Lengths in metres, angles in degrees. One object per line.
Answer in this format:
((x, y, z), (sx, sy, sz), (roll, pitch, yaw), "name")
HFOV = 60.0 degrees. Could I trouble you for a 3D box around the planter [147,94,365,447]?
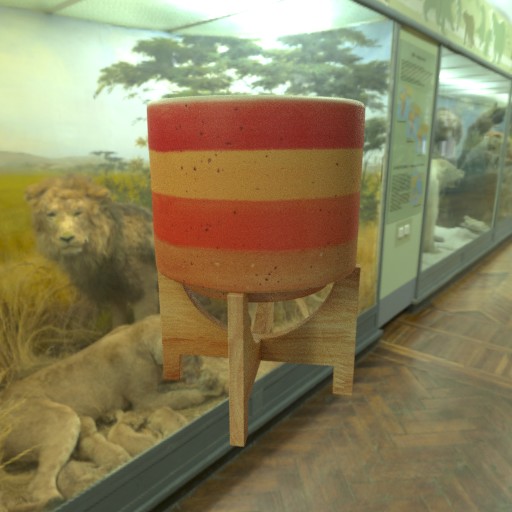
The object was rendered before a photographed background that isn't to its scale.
((0.000, 0.000, 0.583), (0.269, 0.379, 0.269), (0, 15, 0), "planter")
